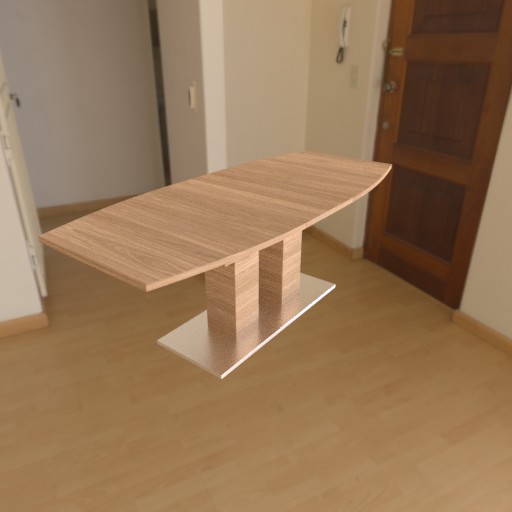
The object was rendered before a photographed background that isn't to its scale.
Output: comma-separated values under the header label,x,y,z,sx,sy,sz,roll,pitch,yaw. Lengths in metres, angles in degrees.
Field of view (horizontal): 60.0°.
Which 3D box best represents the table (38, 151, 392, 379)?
label,x,y,z,sx,sy,sz,roll,pitch,yaw
table,0.000,0.000,2.500,0.900,0.750,2.032,18,31,33
